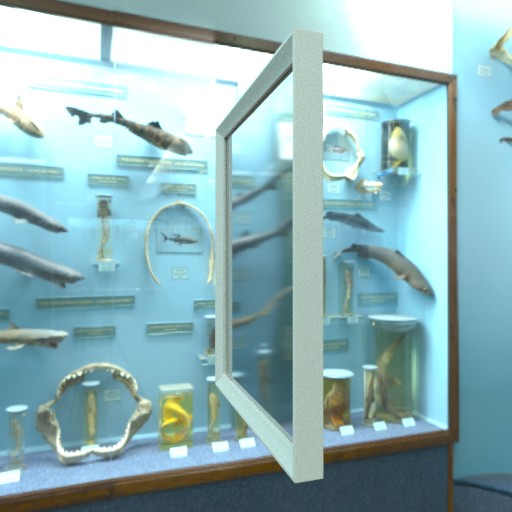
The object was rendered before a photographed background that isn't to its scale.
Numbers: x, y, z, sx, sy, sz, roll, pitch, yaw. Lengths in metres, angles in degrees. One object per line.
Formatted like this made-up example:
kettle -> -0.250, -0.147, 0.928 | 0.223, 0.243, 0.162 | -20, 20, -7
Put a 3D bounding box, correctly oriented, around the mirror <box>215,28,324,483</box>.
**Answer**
mirror -> 0.000, 0.000, 0.693 | 0.041, 0.509, 0.406 | 0, 0, -18
